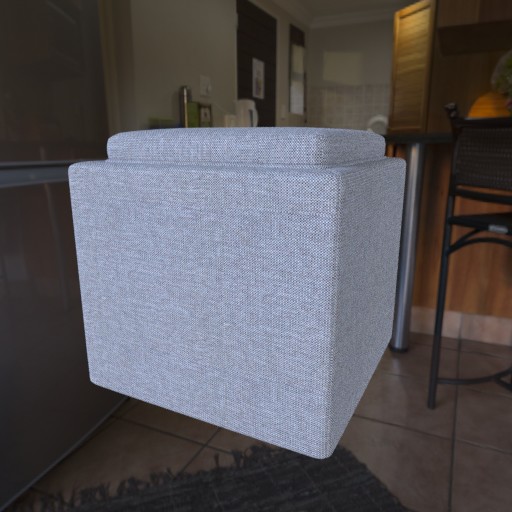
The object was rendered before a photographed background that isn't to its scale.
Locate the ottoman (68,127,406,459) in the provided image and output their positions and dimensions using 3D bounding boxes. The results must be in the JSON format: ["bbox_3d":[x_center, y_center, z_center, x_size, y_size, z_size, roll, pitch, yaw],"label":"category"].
[{"bbox_3d":[0.000,0.000,0.830,0.450,0.460,0.450,7,17,26],"label":"ottoman"}]
